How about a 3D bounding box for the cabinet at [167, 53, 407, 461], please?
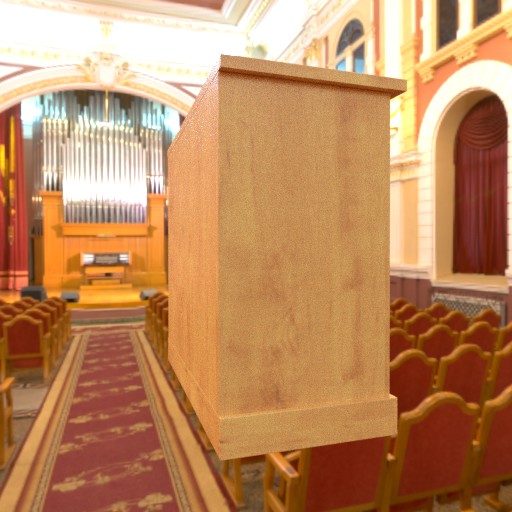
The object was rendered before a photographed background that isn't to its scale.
[{"bbox_3d":[0.000,0.000,1.417,0.450,0.840,0.920,0,1,-18],"label":"cabinet"}]
